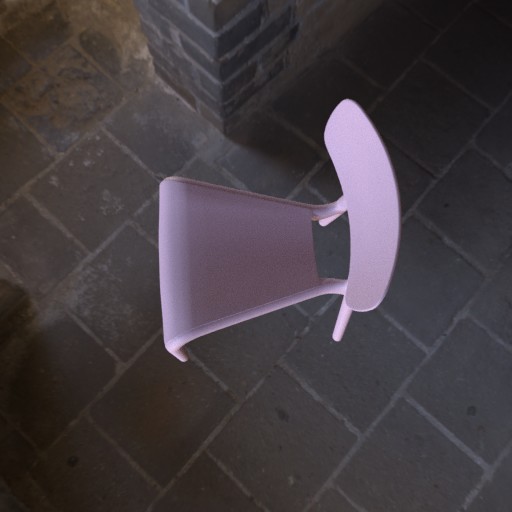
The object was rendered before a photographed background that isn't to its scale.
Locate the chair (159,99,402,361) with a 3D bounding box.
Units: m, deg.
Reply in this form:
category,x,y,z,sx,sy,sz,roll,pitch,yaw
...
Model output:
category,x,y,z,sx,sy,sz,roll,pitch,yaw
chair,0.000,0.000,0.839,0.401,0.580,0.356,-4,76,-1
